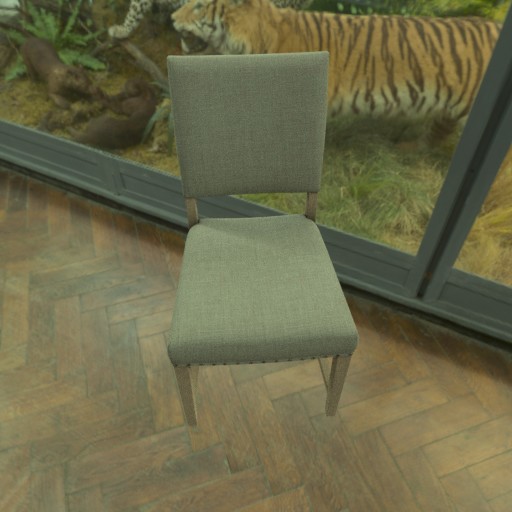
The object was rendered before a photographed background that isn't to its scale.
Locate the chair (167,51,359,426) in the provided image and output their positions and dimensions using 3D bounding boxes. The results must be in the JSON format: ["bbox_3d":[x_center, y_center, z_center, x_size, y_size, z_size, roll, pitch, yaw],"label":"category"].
[{"bbox_3d":[0.000,0.000,1.345,0.508,0.986,0.622,-3,46,-3],"label":"chair"}]
